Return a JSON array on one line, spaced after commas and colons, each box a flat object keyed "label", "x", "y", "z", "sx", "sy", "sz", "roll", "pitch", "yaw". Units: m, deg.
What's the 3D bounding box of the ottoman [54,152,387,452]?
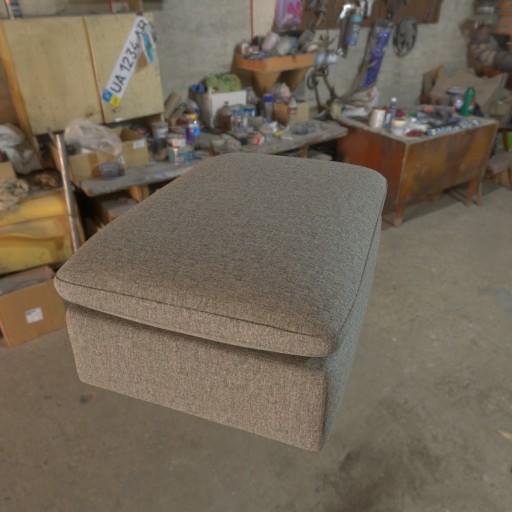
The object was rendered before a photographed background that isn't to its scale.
[{"label": "ottoman", "x": 0.000, "y": 0.000, "z": 1.354, "sx": 0.694, "sy": 0.451, "sz": 0.977, "roll": 10, "pitch": 31, "yaw": 17}]
